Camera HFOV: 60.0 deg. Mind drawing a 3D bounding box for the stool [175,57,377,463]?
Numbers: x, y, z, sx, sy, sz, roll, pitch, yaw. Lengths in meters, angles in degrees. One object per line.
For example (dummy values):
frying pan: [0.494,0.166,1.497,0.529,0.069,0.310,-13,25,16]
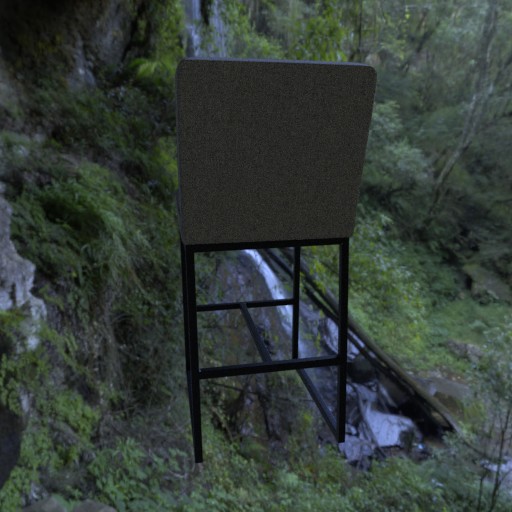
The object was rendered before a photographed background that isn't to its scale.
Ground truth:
stool: [0.000,0.000,1.349,0.459,1.034,0.571,-3,15,-11]
